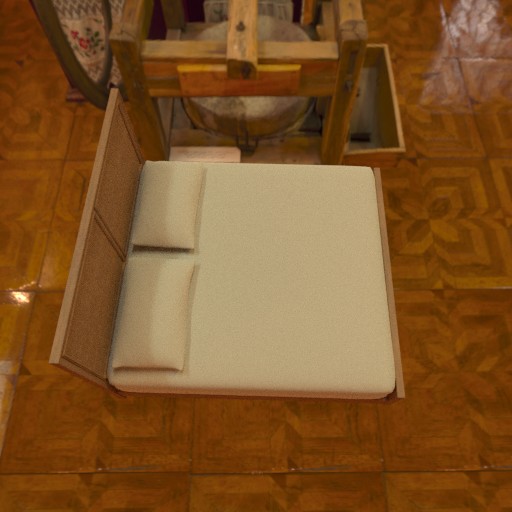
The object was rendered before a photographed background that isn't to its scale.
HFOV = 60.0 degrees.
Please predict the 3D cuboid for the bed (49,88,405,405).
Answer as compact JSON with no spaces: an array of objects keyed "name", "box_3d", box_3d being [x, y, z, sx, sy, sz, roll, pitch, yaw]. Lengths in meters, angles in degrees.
[{"name":"bed","box_3d":[0.000,0.000,3.437,2.184,1.387,2.003,1,65,1]}]
